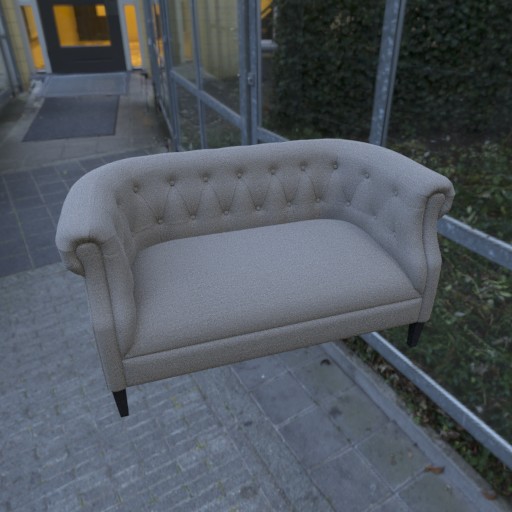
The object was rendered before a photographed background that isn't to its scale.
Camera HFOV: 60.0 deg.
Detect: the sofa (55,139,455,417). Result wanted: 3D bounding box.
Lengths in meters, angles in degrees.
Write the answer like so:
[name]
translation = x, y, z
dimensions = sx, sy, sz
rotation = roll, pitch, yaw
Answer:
[sofa]
translation = 0.000, 0.000, 2.045
dimensions = 1.558, 0.827, 0.835
rotation = -9, 33, -15
